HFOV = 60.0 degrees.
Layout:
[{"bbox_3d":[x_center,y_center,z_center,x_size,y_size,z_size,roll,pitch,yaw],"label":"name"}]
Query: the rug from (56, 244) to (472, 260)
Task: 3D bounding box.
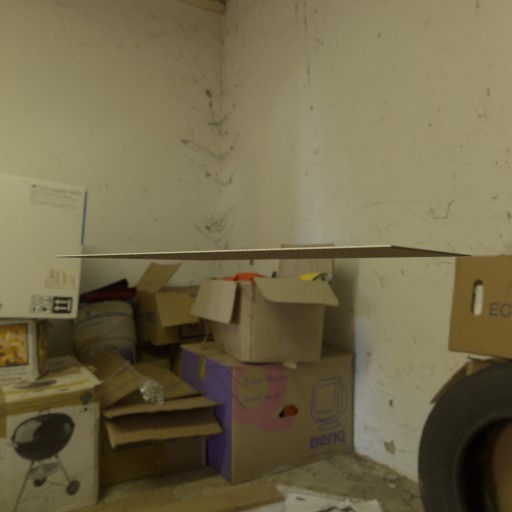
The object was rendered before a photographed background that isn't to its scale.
[{"bbox_3d":[0.000,0.000,3.059,2.438,0.012,1.524,-1,-2,36],"label":"rug"}]
